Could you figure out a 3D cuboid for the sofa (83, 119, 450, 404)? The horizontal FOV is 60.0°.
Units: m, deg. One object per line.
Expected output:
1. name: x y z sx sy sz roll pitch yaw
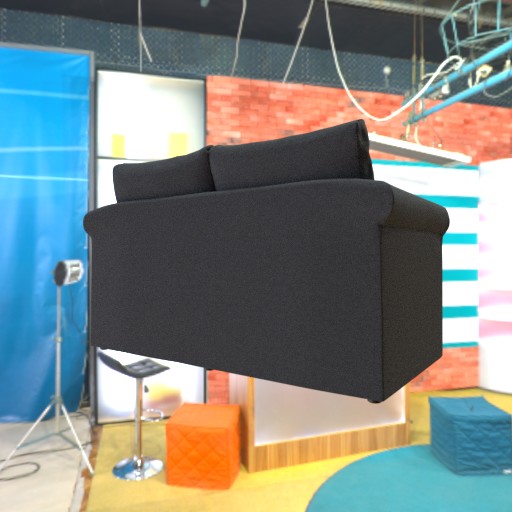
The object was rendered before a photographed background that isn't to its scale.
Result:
1. sofa: 0.000 0.000 1.947 1.460 0.872 0.741 0 0 35
